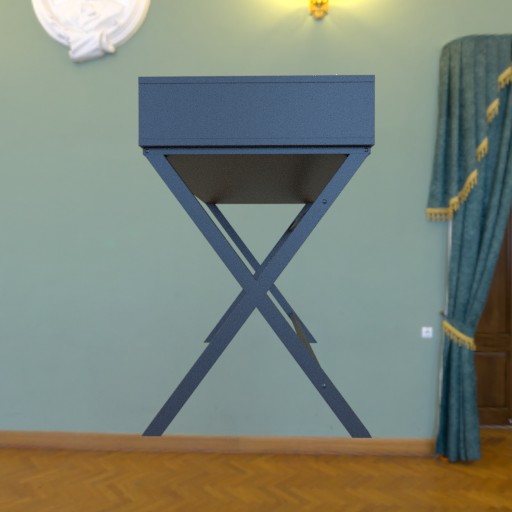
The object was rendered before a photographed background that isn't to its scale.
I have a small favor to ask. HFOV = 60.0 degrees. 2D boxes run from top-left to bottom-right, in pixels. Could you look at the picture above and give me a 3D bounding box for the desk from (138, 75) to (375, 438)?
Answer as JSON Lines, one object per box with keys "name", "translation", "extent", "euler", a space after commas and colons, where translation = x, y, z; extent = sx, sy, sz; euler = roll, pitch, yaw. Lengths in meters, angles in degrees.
{"name": "desk", "translation": [0.000, 0.000, 1.477], "extent": [0.525, 0.780, 1.057], "euler": [0, 1, 1]}
